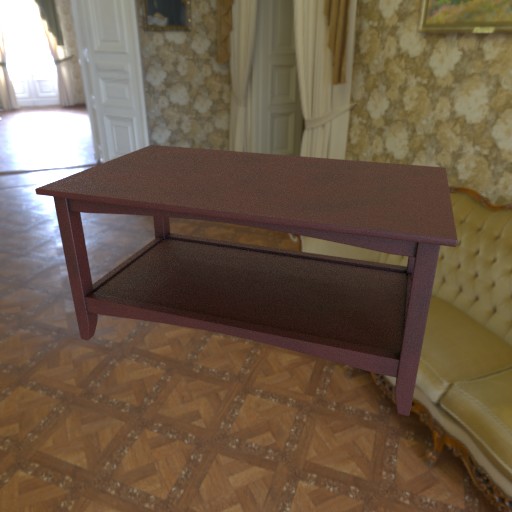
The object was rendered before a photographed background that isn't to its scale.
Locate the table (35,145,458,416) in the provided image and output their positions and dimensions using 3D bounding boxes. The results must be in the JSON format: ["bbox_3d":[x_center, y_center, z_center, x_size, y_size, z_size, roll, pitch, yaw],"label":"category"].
[{"bbox_3d":[0.000,0.000,1.251,0.943,0.456,0.533,8,27,17],"label":"table"}]
